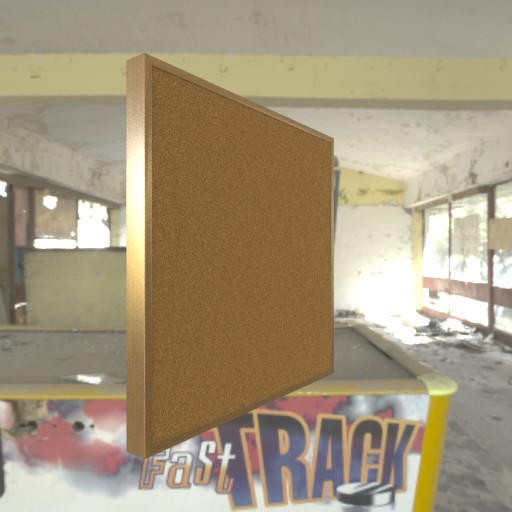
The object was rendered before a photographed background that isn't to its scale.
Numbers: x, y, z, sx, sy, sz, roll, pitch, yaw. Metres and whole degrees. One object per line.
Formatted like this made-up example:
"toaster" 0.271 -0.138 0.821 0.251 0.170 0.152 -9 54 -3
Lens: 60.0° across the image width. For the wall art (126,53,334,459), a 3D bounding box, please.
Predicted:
"wall art" 0.000 0.000 0.762 0.037 0.505 0.505 0 0 37
